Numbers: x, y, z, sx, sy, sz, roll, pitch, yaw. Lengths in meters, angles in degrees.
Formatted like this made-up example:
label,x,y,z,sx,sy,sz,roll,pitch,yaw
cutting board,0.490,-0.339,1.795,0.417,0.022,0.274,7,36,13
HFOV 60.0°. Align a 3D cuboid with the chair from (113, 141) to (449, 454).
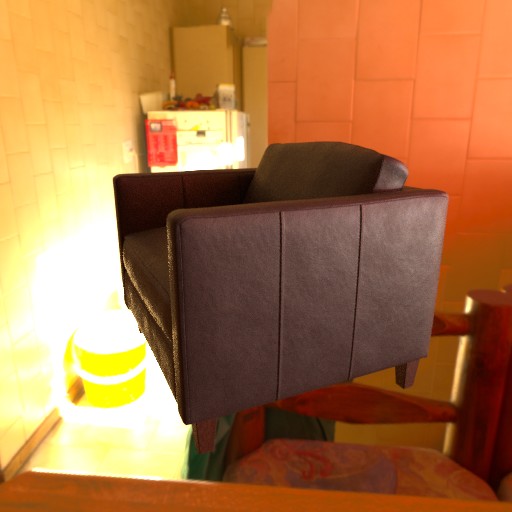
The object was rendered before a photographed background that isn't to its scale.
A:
label,x,y,z,sx,sy,sz,roll,pitch,yaw
chair,0.000,0.000,1.618,0.862,0.811,0.939,-8,18,-24
